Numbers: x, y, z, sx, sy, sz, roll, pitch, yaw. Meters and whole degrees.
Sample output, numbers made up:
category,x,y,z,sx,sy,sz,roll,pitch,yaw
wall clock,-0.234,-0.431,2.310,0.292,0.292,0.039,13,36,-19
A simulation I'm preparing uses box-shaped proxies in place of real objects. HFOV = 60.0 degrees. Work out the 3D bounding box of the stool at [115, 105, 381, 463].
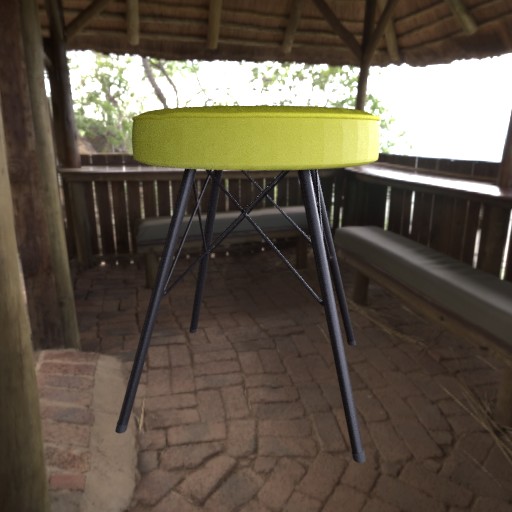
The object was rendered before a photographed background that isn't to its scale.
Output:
category,x,y,z,sx,sy,sz,roll,pitch,yaw
stool,0.000,0.000,0.810,0.409,0.508,0.409,3,16,10
